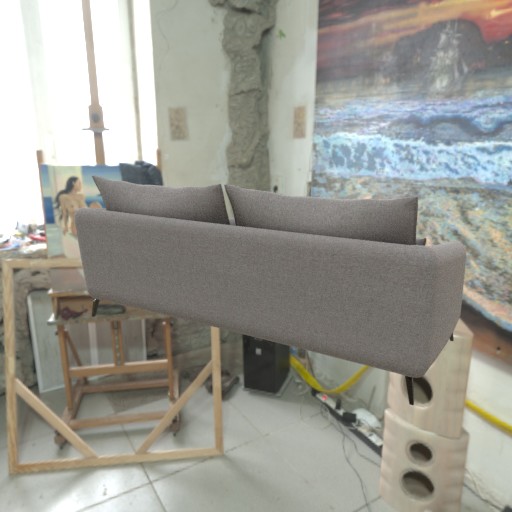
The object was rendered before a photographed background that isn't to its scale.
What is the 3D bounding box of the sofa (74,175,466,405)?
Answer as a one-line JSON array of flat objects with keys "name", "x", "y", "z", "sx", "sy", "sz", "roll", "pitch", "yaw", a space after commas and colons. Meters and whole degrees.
[{"name": "sofa", "x": 0.000, "y": 0.000, "z": 2.389, "sx": 2.022, "sy": 0.833, "sz": 0.809, "roll": 8, "pitch": 18, "yaw": 28}]
